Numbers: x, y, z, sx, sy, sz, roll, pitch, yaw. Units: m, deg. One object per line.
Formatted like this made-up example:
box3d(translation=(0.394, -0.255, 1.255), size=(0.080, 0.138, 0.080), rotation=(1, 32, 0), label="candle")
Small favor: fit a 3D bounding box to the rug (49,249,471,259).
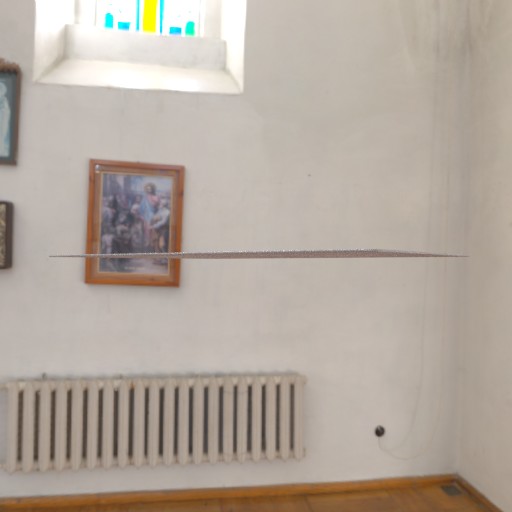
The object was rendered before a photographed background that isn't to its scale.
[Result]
box3d(translation=(0.000, 0.000, 2.845), size=(2.232, 0.011, 1.555), rotation=(-1, -1, 37), label="rug")
